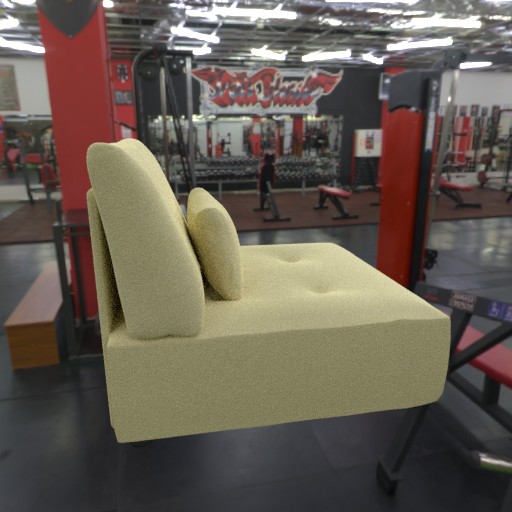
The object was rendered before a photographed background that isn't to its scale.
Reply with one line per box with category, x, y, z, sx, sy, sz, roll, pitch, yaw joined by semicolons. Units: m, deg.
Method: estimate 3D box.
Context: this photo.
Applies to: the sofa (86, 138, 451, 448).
sofa;0.000;0.000;1.611;1.000;0.820;0.930;-3;16;-11
